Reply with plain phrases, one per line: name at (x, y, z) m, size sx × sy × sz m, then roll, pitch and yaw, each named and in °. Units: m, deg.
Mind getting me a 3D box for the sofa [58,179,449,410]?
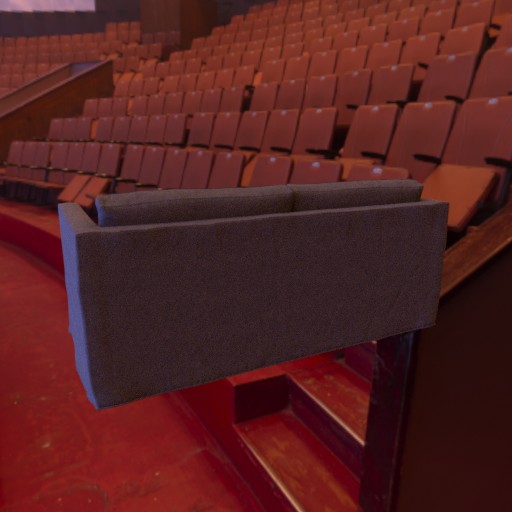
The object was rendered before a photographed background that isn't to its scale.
sofa at (0.000, 0.000, 2.492) m, size 1.982 × 0.855 × 0.953 m, roll -7°, pitch 16°, yaw -26°
